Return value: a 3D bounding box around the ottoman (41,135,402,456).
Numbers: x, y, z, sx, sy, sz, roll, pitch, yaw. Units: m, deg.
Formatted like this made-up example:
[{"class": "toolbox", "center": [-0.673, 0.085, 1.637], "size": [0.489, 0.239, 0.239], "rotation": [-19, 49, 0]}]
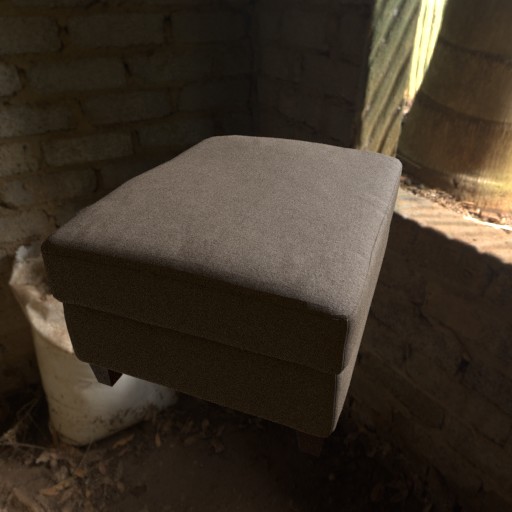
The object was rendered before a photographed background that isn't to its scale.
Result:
[{"class": "ottoman", "center": [0.000, 0.000, 1.277], "size": [0.692, 0.511, 0.889], "rotation": [11, 33, 18]}]
